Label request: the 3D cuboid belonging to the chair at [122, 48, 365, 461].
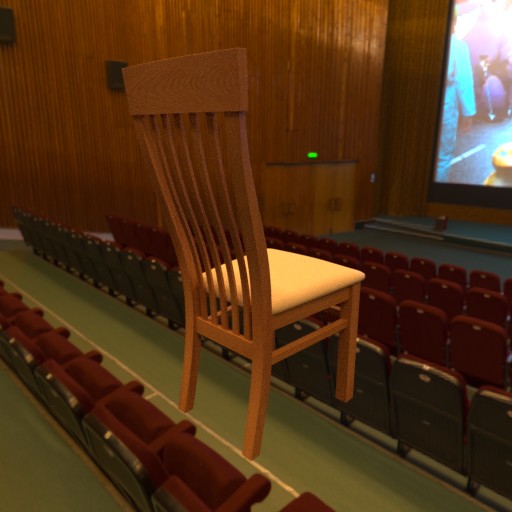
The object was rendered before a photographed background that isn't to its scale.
[{"bbox_3d":[0.000,0.000,1.348,0.450,1.050,0.580,15,22,43],"label":"chair"}]
